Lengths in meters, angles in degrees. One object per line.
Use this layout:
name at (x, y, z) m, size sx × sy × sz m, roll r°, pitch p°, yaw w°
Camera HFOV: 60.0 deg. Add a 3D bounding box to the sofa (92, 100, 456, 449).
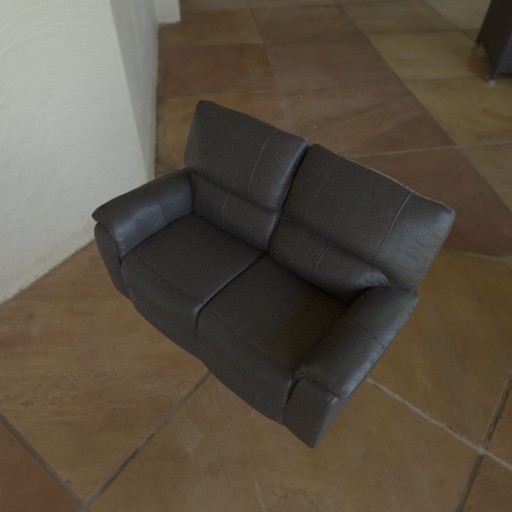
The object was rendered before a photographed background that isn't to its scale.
sofa at (0.000, 0.000, 2.513) m, size 1.765 × 1.111 × 1.104 m, roll 32°, pitch 54°, yaw 27°
